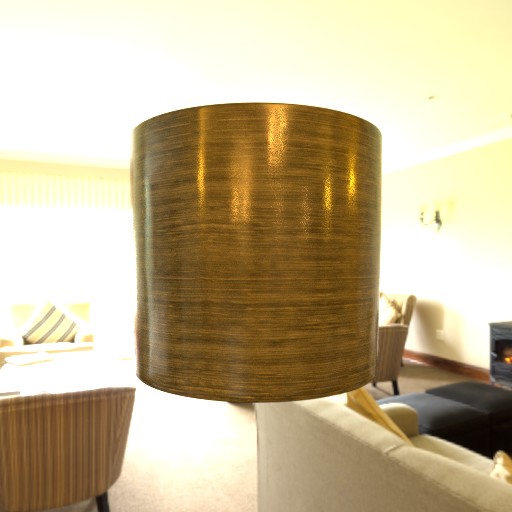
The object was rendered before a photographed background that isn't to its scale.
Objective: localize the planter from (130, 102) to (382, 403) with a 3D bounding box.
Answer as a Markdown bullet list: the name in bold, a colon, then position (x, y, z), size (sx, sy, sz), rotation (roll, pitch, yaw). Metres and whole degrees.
- **planter**: position (0.000, 0.000, 0.402), size (0.221, 0.201, 0.221), rotation (0, -1, 0)
